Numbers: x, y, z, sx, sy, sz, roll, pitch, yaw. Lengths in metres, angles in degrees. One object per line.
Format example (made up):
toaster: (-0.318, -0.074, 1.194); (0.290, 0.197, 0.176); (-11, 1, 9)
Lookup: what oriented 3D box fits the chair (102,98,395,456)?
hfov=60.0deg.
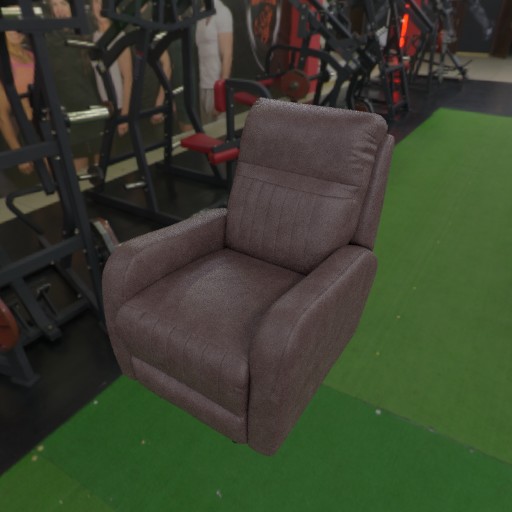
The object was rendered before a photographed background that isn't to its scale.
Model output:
chair: (0.000, 0.000, 1.834); (0.865, 1.067, 1.067); (19, 36, 29)
